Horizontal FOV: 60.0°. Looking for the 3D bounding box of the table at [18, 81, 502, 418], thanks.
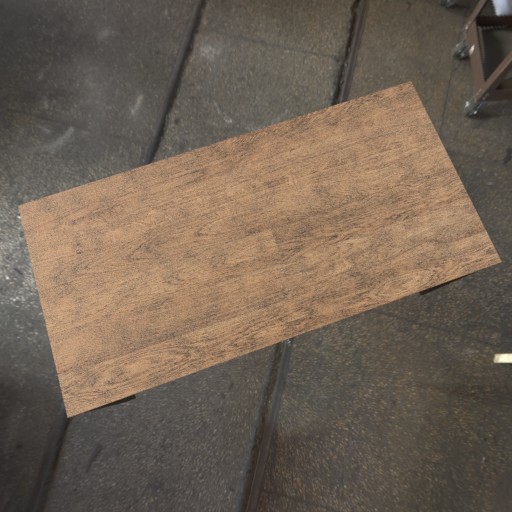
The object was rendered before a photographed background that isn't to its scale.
[{"bbox_3d":[0.000,0.000,2.204,1.805,0.767,0.893,-19,77,-5],"label":"table"}]
